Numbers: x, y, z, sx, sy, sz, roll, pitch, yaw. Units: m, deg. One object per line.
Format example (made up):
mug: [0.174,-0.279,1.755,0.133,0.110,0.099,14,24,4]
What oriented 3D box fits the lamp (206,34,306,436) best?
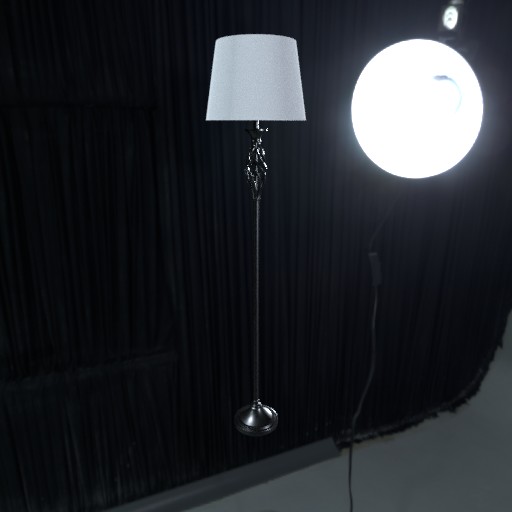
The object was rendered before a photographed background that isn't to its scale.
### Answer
lamp: [0.000,0.000,1.843,0.379,1.623,0.379,0,17,0]
